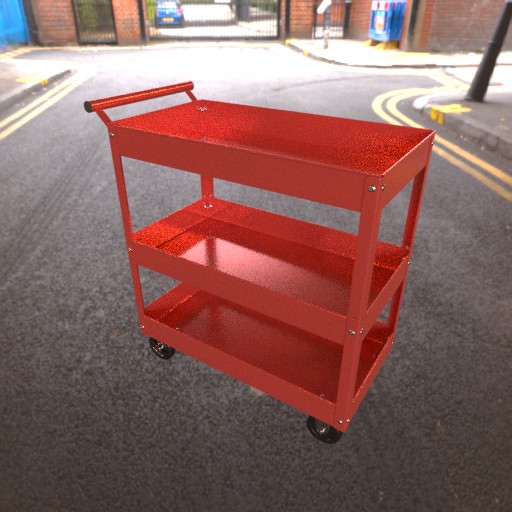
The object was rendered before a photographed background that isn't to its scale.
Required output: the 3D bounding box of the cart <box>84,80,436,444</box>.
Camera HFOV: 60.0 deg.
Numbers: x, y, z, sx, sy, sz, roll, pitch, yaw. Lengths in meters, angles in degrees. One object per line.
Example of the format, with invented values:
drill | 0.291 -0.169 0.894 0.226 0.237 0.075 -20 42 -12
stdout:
cart | 0.000 0.000 1.181 0.719 0.780 0.366 18 34 28
